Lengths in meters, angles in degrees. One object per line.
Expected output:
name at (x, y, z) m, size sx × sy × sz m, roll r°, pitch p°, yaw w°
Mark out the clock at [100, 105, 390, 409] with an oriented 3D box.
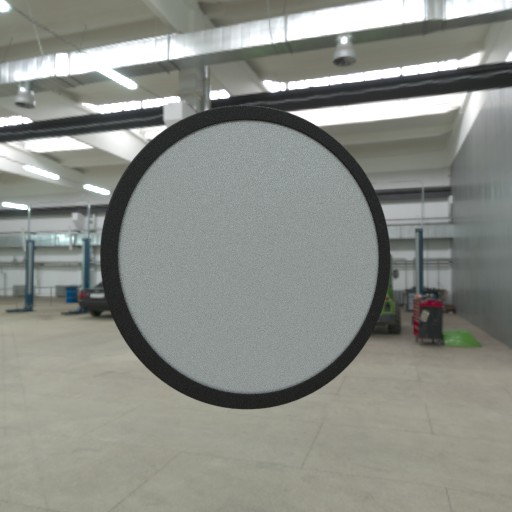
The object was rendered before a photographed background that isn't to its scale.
clock at (0.000, 0.000, 0.443) m, size 0.293 × 0.293 × 0.040 m, roll 1°, pitch -2°, yaw -18°
